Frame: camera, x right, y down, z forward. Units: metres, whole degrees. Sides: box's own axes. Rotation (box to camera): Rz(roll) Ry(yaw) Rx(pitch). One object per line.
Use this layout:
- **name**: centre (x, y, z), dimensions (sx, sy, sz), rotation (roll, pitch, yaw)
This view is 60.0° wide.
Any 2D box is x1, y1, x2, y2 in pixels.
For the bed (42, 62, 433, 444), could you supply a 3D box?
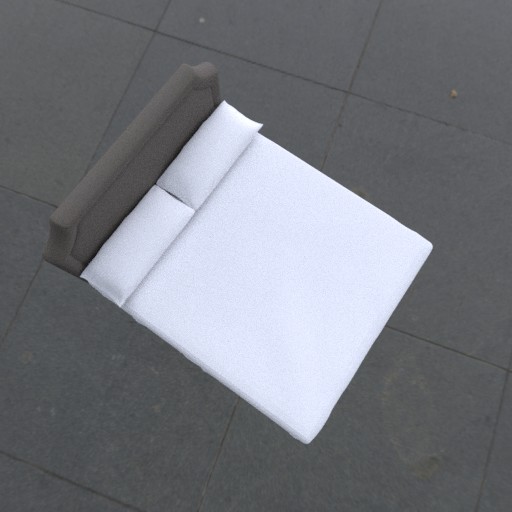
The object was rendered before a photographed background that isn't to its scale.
- **bed**: centre (0.000, 0.000, 3.867), dimensions (2.536, 1.561, 2.194), rotation (34, 78, 8)
